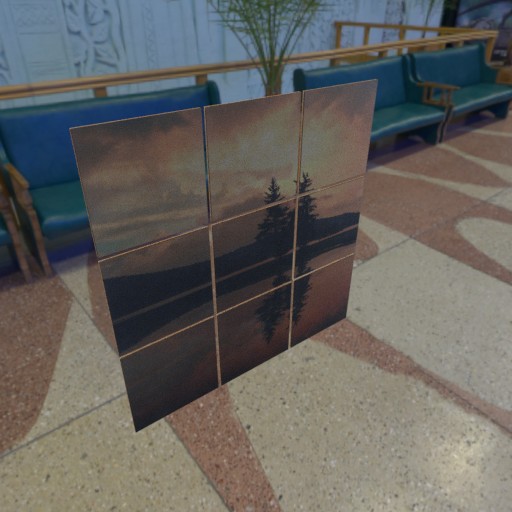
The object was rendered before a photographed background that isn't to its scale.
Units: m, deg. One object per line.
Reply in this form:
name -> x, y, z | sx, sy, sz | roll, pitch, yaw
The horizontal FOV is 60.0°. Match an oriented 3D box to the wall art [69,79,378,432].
wall art -> 0.000, 0.000, 2.232 | 1.520, 1.525, 0.013 | -21, 37, -31
